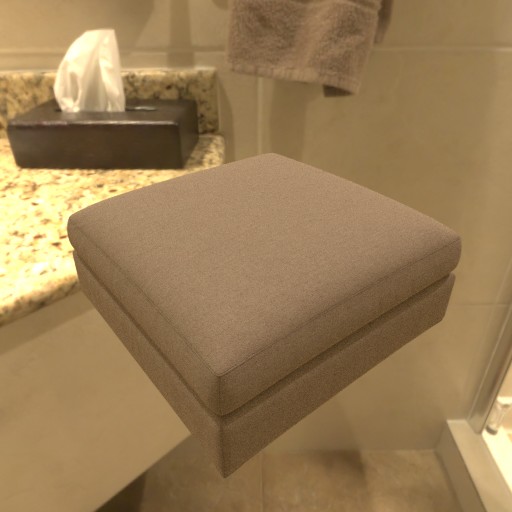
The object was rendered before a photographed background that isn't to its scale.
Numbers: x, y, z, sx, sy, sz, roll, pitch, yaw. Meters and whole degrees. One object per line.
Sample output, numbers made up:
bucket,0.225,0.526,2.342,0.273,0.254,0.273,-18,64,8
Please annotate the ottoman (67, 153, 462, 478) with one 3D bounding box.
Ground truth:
ottoman,0.000,0.000,1.626,1.041,0.470,1.041,-23,39,-32
